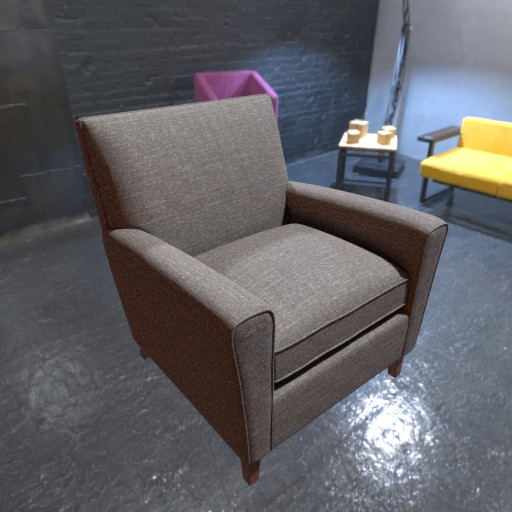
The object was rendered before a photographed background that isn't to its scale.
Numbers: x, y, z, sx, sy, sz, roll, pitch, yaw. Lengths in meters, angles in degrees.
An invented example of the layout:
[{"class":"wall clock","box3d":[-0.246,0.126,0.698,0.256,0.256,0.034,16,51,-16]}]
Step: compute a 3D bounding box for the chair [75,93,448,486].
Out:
[{"class":"chair","box3d":[0.000,0.000,1.505,0.838,0.885,0.875,-21,35,-33]}]
